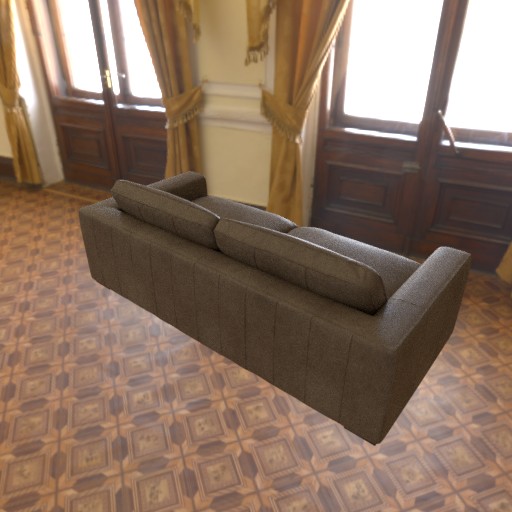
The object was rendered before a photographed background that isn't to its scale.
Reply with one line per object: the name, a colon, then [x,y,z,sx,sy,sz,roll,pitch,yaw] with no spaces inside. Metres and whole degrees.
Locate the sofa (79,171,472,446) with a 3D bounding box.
sofa: [0.000,0.000,2.780,2.262,0.801,1.070,22,36,33]
